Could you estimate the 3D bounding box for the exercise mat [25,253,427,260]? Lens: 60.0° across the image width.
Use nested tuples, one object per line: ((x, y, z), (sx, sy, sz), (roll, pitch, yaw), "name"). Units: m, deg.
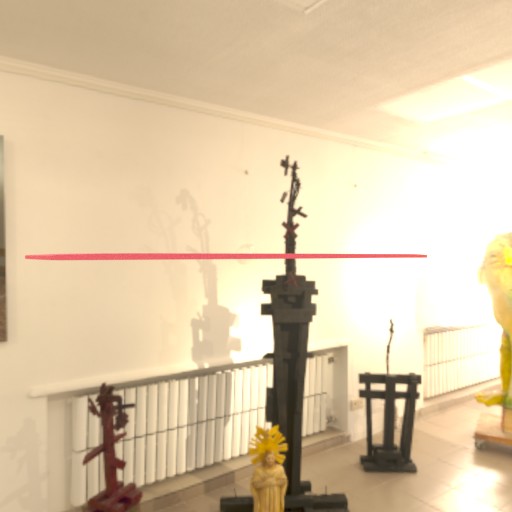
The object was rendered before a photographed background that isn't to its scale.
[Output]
((0.000, 0.000, 2.082), (1.884, 0.021, 0.616), (0, 0, -36), "exercise mat")
